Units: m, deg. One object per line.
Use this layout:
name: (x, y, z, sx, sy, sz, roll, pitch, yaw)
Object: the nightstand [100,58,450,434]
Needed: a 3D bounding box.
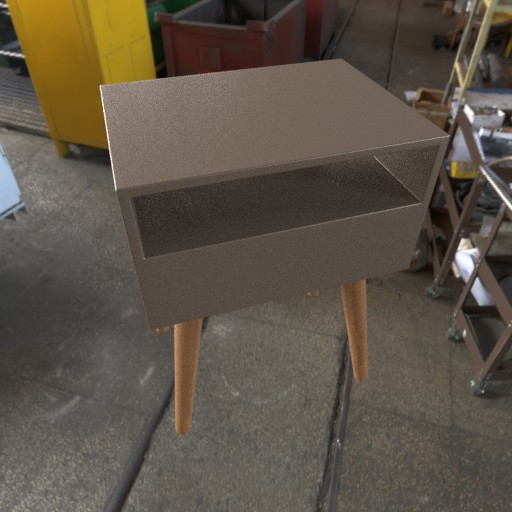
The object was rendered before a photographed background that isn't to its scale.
nightstand: (0.000, 0.000, 0.729, 0.370, 0.508, 0.288, -12, 43, -13)
